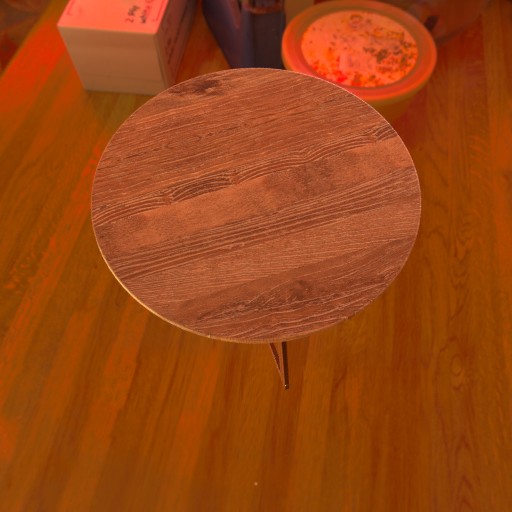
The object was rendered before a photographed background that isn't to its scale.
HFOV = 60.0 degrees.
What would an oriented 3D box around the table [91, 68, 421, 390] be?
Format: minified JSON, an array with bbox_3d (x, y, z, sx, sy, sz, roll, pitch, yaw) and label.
[{"bbox_3d":[0.000,0.000,0.899,0.500,0.500,0.500,0,63,0],"label":"table"}]
